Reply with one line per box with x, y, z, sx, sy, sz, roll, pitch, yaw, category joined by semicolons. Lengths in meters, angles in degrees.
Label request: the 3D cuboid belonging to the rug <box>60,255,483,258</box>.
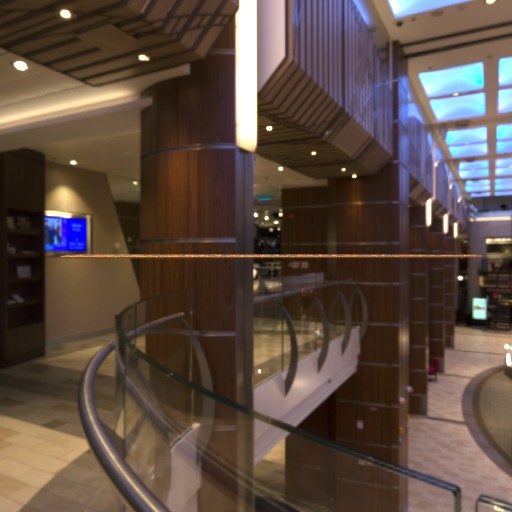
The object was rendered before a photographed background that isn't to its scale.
0.000;0.000;3.843;2.916;0.019;2.043;0;0;-18;rug
